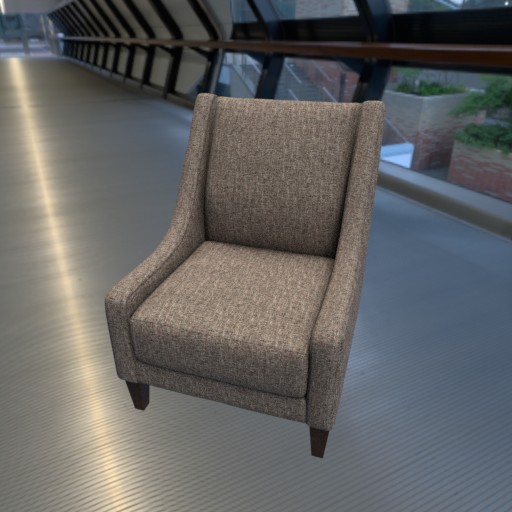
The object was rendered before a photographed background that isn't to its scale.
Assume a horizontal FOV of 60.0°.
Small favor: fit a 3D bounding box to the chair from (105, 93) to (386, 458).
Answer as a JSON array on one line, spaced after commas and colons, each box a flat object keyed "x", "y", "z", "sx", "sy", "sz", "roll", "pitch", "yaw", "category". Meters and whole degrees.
[{"x": 0.000, "y": 0.000, "z": 1.630, "sx": 0.774, "sy": 1.014, "sz": 0.870, "roll": 8, "pitch": 29, "yaw": 16, "category": "chair"}]
